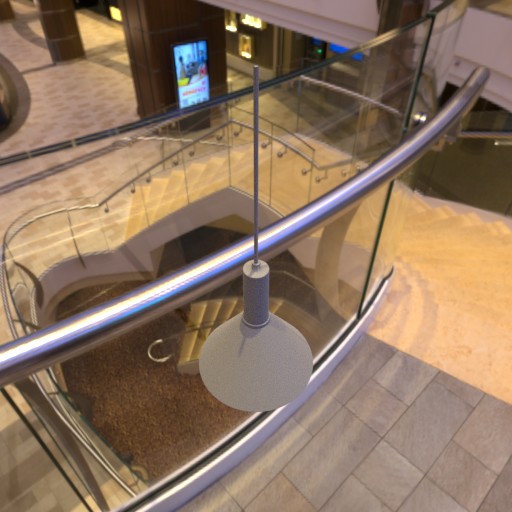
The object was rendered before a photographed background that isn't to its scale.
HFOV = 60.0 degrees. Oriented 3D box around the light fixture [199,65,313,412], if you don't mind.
[{"bbox_3d":[0.000,0.000,0.816,0.267,0.683,0.267,0,43,0],"label":"light fixture"}]
